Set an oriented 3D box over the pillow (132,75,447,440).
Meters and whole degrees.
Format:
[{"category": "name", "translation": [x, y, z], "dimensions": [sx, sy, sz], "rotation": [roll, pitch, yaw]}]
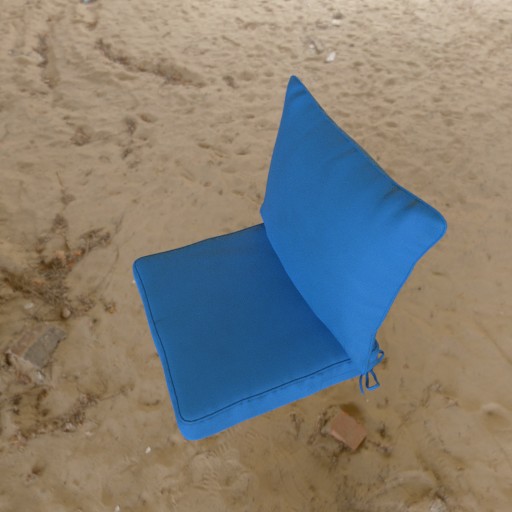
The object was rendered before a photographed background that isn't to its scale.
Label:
[{"category": "pillow", "translation": [0.000, 0.000, 1.358], "dimensions": [0.733, 0.725, 0.798], "rotation": [-17, 49, -15]}]
